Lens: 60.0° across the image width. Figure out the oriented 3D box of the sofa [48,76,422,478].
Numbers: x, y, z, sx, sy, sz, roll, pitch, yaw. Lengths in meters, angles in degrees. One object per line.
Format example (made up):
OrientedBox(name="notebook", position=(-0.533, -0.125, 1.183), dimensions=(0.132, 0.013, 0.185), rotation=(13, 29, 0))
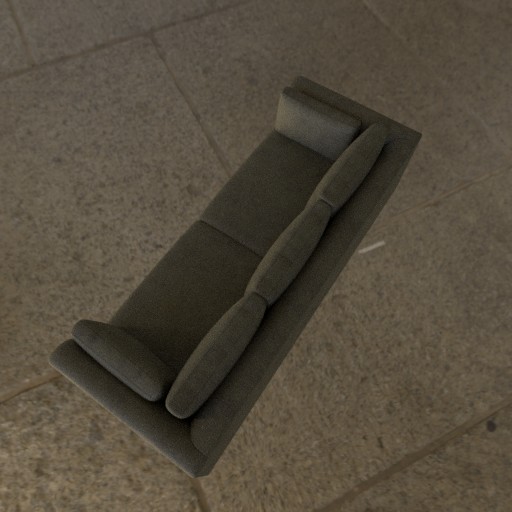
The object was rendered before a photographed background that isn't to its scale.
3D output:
OrientedBox(name="sofa", position=(0.000, 0.000, 2.833), dimensions=(0.969, 0.867, 2.415), rotation=(32, 69, 14))
